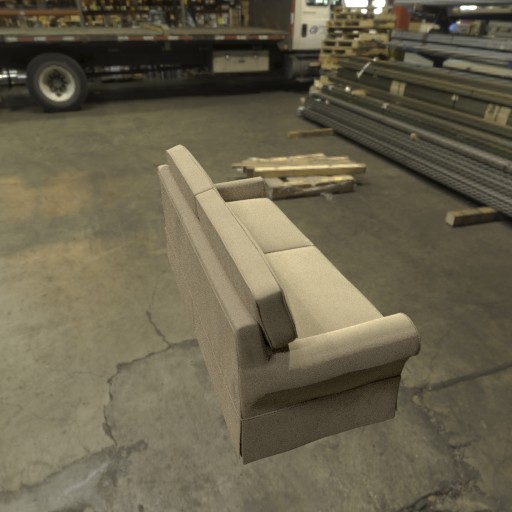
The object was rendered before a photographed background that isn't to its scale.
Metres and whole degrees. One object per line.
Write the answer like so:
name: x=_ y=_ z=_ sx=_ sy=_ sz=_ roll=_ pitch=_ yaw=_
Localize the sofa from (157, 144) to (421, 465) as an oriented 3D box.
sofa: x=0.000 y=0.000 z=2.864 sx=0.900 sy=1.014 sz=2.246 roll=-10 pitch=31 yaw=-17
